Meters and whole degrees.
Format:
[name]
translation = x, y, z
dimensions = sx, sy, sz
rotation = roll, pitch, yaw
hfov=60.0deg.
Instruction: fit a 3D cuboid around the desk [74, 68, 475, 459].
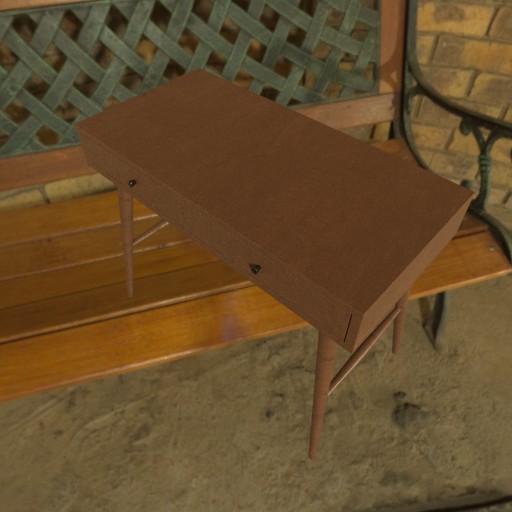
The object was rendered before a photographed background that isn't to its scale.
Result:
[desk]
translation = 0.000, 0.000, 1.410
dimensions = 0.949, 0.758, 0.510
rotation = 34, 56, 27
